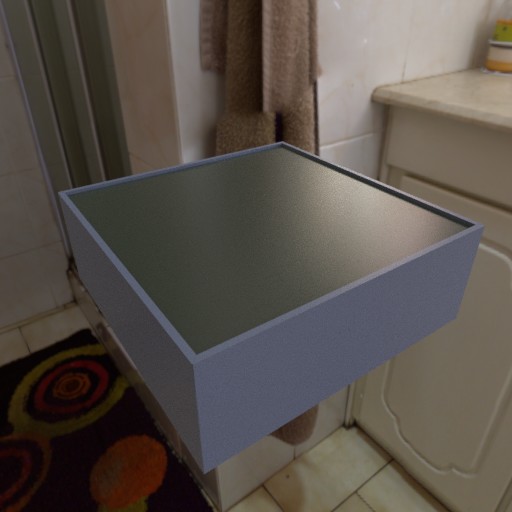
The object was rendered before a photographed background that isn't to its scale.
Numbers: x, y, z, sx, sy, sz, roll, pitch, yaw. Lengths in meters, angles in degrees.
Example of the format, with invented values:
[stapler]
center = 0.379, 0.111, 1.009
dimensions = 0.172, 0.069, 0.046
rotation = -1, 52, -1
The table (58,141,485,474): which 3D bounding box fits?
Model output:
[table]
center = 0.000, 0.000, 1.242
dimensions = 0.801, 0.299, 0.801
rotation = -20, 37, -29
